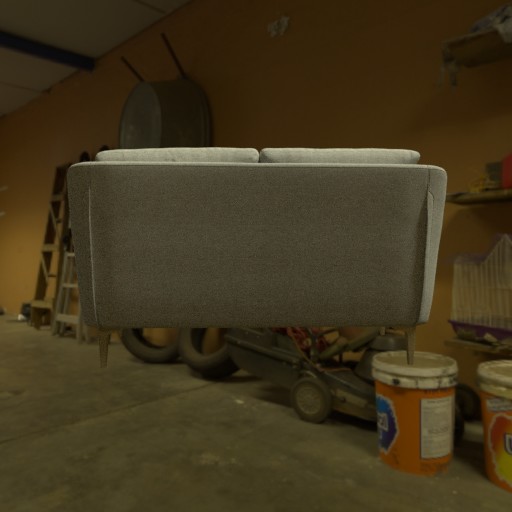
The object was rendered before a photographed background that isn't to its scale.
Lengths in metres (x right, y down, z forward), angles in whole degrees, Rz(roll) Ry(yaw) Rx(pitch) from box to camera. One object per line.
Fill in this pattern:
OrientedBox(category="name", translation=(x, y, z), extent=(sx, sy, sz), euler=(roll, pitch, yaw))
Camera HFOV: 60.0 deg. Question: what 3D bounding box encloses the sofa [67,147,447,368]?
OrientedBox(category="sofa", translation=(0.000, 0.000, 2.114), extent=(1.619, 0.904, 0.960), euler=(0, -1, -2))
